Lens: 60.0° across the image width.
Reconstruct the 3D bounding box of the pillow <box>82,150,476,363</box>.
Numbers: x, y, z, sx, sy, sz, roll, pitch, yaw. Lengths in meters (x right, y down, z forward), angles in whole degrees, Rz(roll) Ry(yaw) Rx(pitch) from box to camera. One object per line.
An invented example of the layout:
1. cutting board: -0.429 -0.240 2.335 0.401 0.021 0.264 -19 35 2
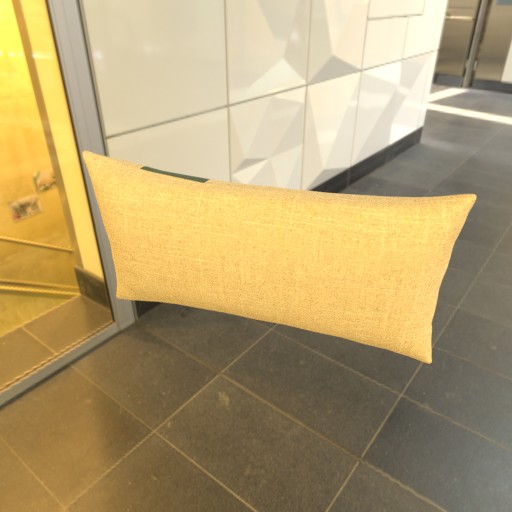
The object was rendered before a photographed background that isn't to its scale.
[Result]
1. pillow: 0.000 0.000 1.042 0.859 0.429 0.197 10 32 16
